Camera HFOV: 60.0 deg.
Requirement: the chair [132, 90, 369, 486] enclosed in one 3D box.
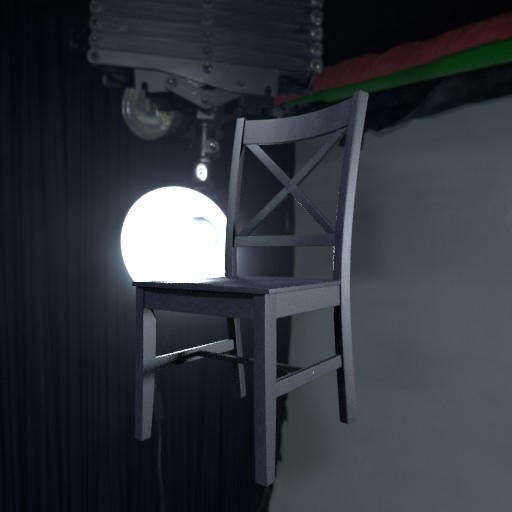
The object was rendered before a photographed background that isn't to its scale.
[{"bbox_3d":[0.000,0.000,1.280,0.485,0.983,0.542,0,0,35],"label":"chair"}]
